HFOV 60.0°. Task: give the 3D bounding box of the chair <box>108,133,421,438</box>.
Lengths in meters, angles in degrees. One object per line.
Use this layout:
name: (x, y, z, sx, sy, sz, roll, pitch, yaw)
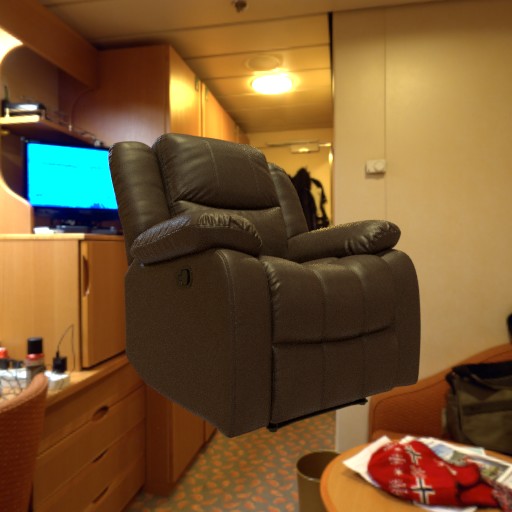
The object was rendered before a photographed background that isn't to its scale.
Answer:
chair: (0.000, 0.000, 1.680, 0.899, 1.009, 0.934, 0, 1, -36)
